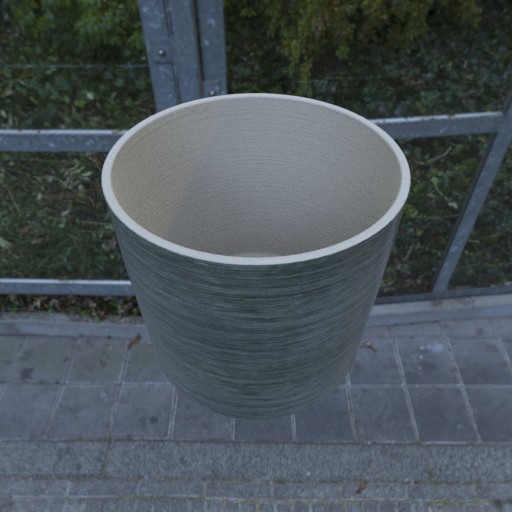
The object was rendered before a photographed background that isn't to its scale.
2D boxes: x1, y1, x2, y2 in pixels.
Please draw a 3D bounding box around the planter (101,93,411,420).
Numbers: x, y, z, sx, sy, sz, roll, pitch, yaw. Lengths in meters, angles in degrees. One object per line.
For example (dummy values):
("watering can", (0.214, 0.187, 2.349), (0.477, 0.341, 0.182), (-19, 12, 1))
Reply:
("planter", (0.000, 0.000, 0.396), (0.221, 0.201, 0.221), (0, 44, 0))
